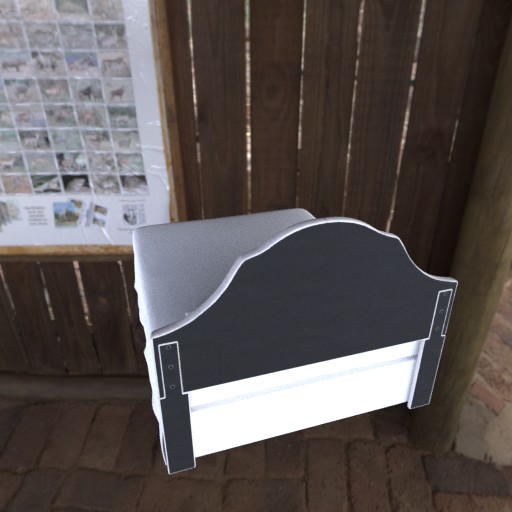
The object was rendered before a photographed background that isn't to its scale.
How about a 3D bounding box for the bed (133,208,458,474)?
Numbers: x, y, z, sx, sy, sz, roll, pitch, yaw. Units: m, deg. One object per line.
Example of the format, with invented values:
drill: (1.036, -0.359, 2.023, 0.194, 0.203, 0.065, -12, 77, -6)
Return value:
bed: (0.000, 0.000, 3.764, 2.039, 1.617, 2.477, -8, 28, -16)
